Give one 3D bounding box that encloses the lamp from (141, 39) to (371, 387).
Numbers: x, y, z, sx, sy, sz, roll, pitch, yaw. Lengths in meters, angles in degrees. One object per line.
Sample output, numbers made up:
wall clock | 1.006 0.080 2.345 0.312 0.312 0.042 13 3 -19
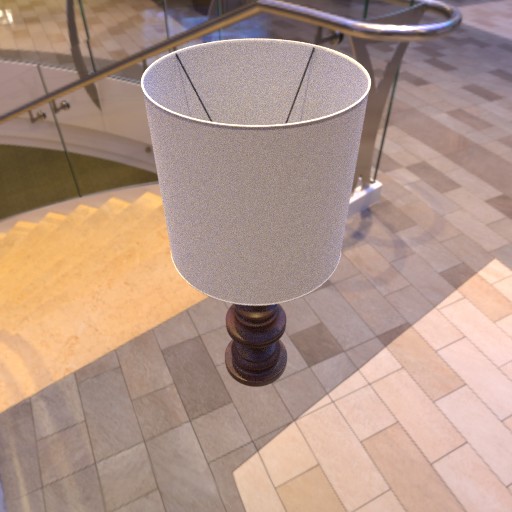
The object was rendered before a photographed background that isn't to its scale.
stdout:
lamp | 0.000 0.000 0.563 0.208 0.455 0.208 12 44 13
